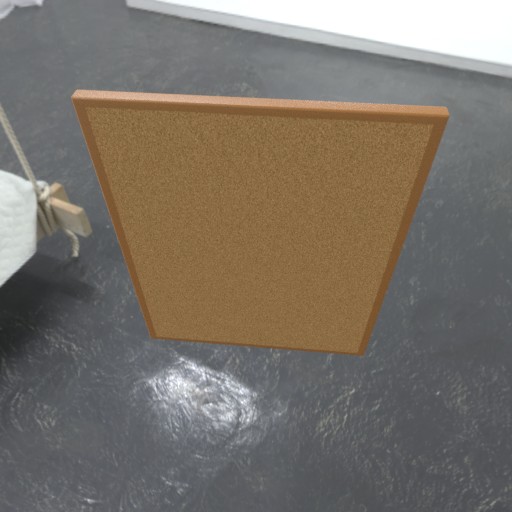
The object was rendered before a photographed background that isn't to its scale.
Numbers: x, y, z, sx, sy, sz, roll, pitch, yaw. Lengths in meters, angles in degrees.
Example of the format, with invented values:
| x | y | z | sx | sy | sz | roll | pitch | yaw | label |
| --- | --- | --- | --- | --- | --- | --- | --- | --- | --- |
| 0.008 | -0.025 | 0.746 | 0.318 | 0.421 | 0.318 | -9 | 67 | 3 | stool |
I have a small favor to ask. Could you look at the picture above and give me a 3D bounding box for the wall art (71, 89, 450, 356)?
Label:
| x | y | z | sx | sy | sz | roll | pitch | yaw | label |
| --- | --- | --- | --- | --- | --- | --- | --- | --- | --- |
| 0.000 | 0.000 | 0.738 | 0.452 | 0.553 | 0.022 | 4 | 48 | 4 | wall art |
